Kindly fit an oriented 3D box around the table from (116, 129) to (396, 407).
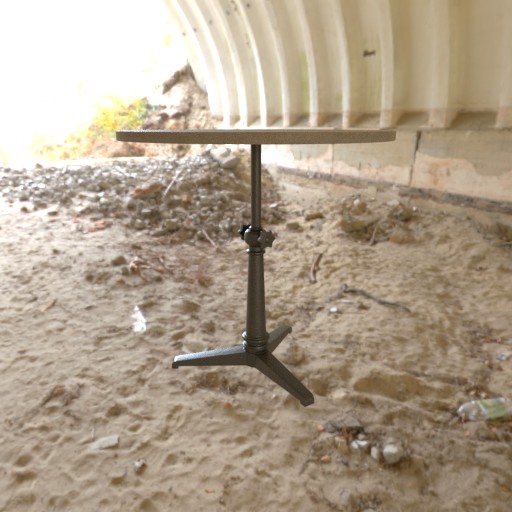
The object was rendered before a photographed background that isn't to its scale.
[{"bbox_3d":[0.000,0.000,1.430,0.800,0.780,0.800,0,16,0],"label":"table"}]
